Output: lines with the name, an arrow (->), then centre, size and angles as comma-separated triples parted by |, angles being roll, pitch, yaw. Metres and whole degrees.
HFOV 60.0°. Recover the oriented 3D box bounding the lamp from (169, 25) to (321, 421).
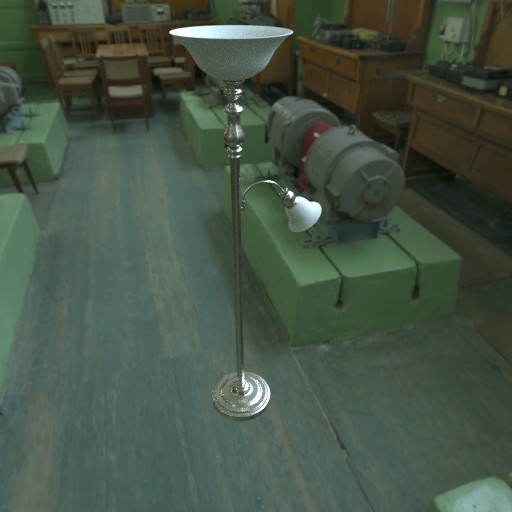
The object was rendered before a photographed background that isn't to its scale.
lamp -> 0.000, 0.000, 1.959 | 0.575, 1.785, 0.405 | -10, 34, -15
